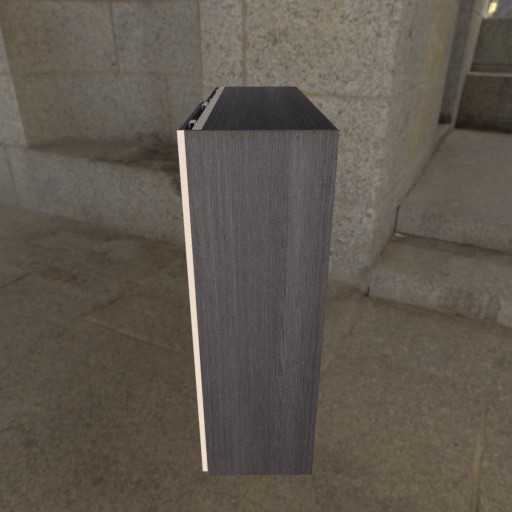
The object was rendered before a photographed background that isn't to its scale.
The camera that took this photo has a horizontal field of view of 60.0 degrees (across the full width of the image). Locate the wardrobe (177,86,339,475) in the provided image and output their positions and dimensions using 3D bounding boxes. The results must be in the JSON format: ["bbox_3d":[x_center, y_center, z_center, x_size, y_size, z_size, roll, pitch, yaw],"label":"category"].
[{"bbox_3d":[0.000,0.000,2.940,0.629,1.960,1.780,0,26,-1],"label":"wardrobe"}]
